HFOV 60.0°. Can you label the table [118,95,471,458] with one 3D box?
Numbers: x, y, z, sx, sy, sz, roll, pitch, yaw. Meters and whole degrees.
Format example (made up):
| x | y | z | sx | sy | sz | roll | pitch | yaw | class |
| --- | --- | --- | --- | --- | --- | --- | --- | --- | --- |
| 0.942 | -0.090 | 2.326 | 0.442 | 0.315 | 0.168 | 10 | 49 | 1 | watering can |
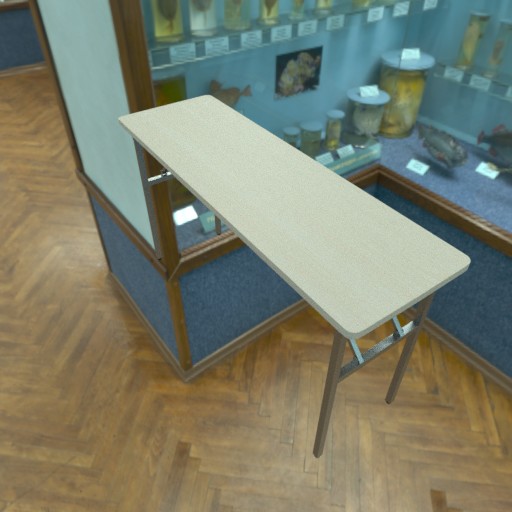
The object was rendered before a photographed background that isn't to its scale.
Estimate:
| x | y | z | sx | sy | sz | roll | pitch | yaw | class |
| --- | --- | --- | --- | --- | --- | --- | --- | --- | --- |
| 0.000 | 0.000 | 1.755 | 0.446 | 0.750 | 1.397 | -25 | 47 | -25 | table |
